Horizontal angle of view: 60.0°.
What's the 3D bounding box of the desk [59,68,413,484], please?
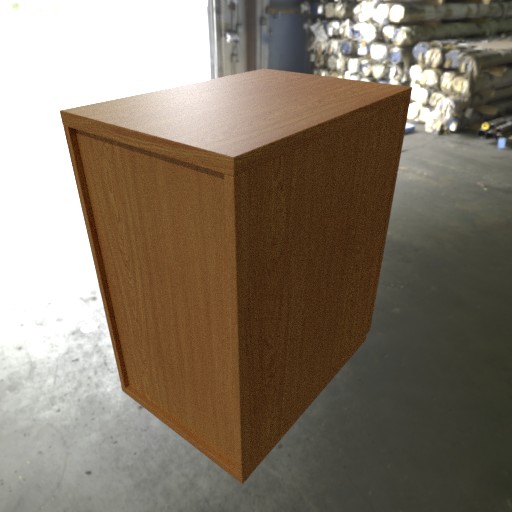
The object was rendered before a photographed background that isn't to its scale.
[{"bbox_3d":[0.000,0.000,1.059,0.404,0.730,0.600,22,38,32],"label":"desk"}]
